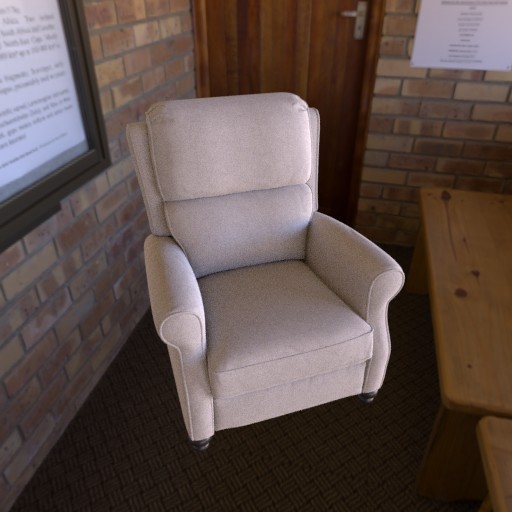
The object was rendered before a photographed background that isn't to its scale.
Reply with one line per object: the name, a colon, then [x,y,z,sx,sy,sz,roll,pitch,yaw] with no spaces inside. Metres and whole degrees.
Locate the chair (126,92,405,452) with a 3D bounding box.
chair: [0.000,0.000,1.735,0.859,1.046,0.919,-10,34,-15]
